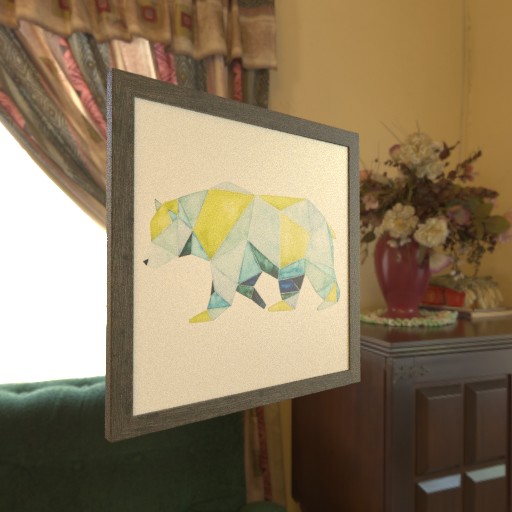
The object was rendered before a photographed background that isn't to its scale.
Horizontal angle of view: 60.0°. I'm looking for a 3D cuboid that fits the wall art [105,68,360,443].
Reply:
[{"bbox_3d":[0.000,0.000,0.691,0.462,0.459,0.027,1,-1,-37],"label":"wall art"}]
